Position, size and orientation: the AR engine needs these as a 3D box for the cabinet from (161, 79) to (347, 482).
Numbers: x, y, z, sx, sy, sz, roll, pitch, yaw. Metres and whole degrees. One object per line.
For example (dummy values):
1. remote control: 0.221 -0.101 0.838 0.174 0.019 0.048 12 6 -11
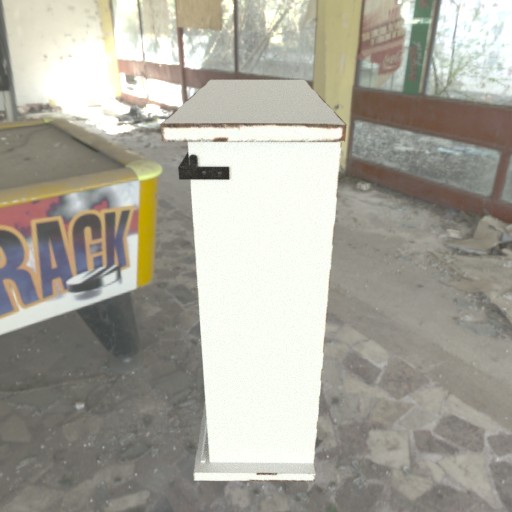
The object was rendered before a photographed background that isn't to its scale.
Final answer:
1. cabinet: 0.000 0.000 0.875 0.210 0.603 0.541 0 27 1
